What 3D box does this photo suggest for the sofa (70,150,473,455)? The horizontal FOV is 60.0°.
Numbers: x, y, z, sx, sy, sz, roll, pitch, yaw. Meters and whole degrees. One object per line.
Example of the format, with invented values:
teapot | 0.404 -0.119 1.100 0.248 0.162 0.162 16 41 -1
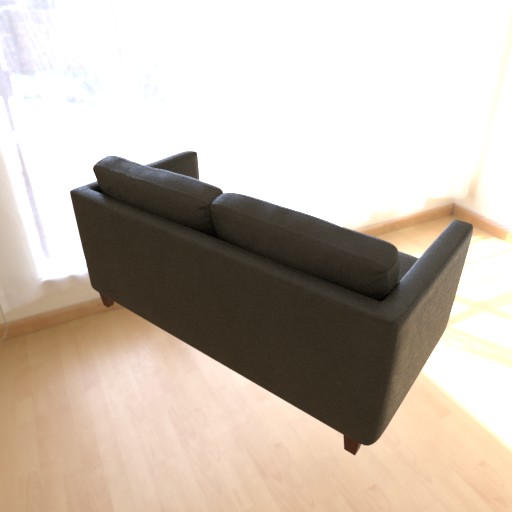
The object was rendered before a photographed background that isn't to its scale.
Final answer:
sofa | 0.000 0.000 2.375 1.883 0.933 0.951 21 37 31
